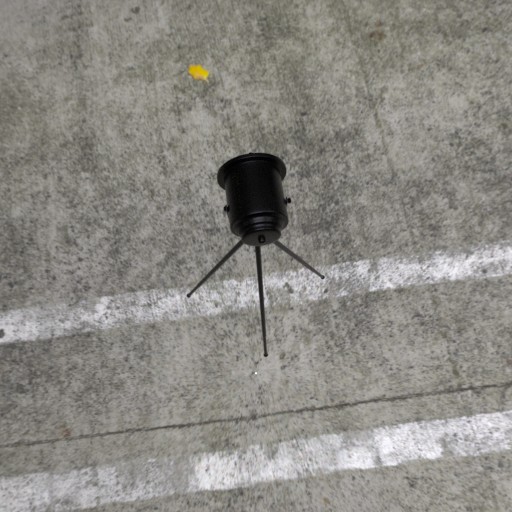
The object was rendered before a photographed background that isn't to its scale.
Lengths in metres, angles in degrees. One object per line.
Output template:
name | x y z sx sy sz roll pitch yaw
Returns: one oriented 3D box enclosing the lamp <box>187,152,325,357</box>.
lamp | 0.000 0.000 2.081 0.879 1.504 0.884 -8 75 -2
